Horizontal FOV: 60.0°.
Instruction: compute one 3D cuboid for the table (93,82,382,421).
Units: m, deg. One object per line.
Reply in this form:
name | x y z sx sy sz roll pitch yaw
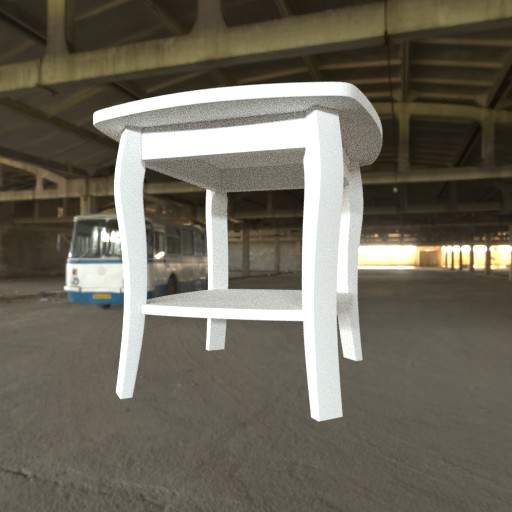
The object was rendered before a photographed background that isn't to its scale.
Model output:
table | 0.000 0.000 0.824 0.451 0.438 0.502 0 0 18
